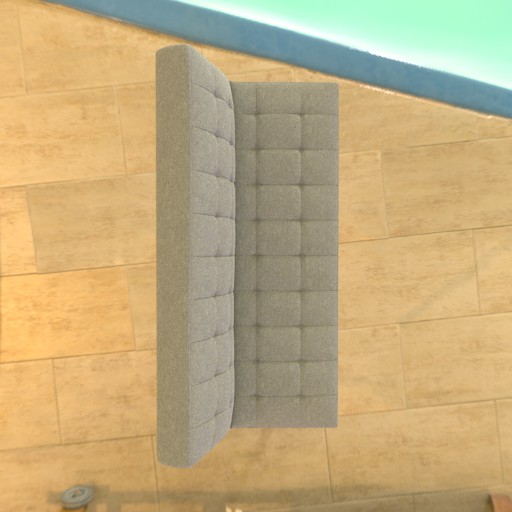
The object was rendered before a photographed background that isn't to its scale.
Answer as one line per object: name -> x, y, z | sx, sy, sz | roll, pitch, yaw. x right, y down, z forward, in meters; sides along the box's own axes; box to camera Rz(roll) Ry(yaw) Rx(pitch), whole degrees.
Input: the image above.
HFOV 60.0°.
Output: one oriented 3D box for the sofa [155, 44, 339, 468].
sofa -> 0.000, 0.000, 2.231 | 0.860, 0.810, 1.800 | 0, 91, -1
